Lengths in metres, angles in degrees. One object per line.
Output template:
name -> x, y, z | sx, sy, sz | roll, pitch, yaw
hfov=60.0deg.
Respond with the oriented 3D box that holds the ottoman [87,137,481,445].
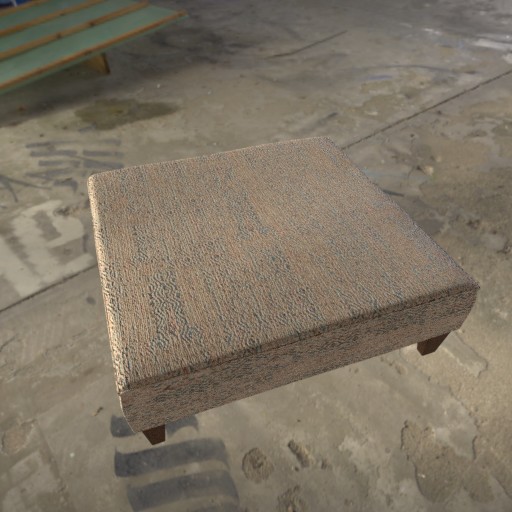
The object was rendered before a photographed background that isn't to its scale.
ottoman -> 0.000, 0.000, 1.532 | 1.004, 0.356, 0.968 | -13, 44, -15
